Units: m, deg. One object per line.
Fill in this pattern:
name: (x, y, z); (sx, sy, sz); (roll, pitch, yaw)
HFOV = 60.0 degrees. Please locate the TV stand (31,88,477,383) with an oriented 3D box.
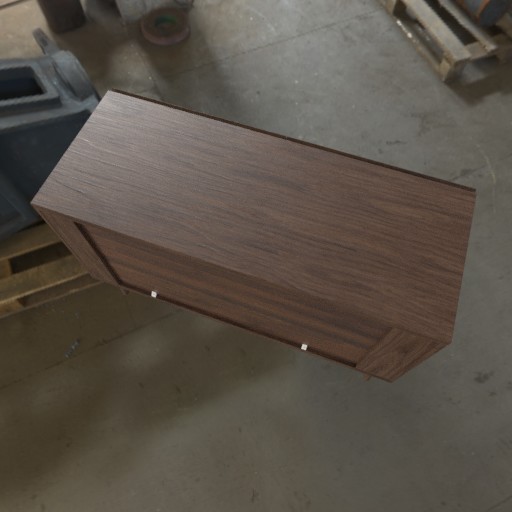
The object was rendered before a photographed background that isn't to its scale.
TV stand: (0.000, 0.000, 1.354); (0.990, 0.660, 0.405); (18, 65, 9)
